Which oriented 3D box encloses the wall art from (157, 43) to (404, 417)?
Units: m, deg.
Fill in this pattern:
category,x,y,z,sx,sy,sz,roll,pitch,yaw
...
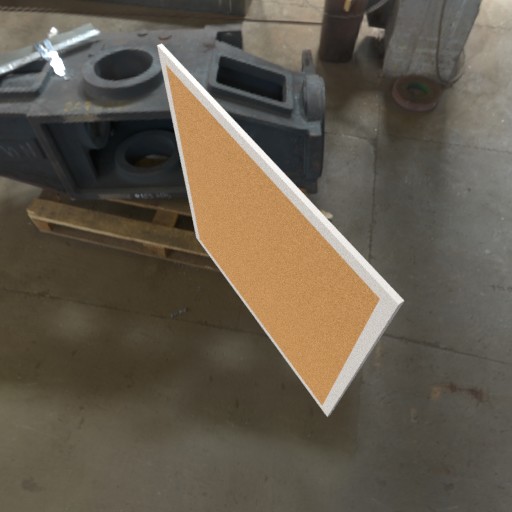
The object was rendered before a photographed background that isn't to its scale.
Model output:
category,x,y,z,sx,sy,sz,roll,pitch,yaw
wall art,0.000,0.000,0.836,0.009,0.559,0.558,-30,63,-17
